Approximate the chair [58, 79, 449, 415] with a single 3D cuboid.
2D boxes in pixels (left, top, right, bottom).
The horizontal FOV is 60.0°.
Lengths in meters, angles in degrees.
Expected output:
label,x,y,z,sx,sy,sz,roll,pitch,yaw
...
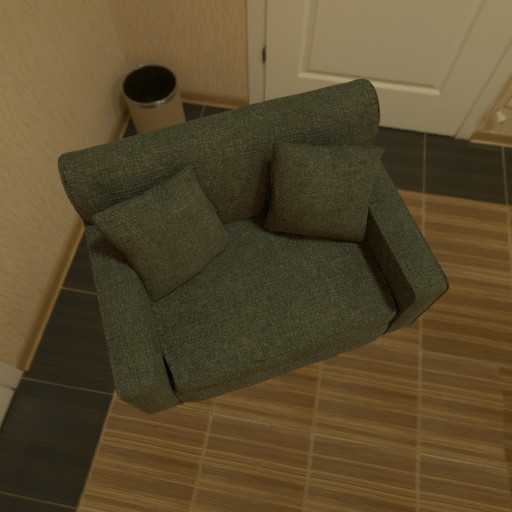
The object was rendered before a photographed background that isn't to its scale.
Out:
label,x,y,z,sx,sy,sz,roll,pitch,yaw
chair,0.000,0.000,2.038,1.383,0.948,1.000,-17,65,-8
